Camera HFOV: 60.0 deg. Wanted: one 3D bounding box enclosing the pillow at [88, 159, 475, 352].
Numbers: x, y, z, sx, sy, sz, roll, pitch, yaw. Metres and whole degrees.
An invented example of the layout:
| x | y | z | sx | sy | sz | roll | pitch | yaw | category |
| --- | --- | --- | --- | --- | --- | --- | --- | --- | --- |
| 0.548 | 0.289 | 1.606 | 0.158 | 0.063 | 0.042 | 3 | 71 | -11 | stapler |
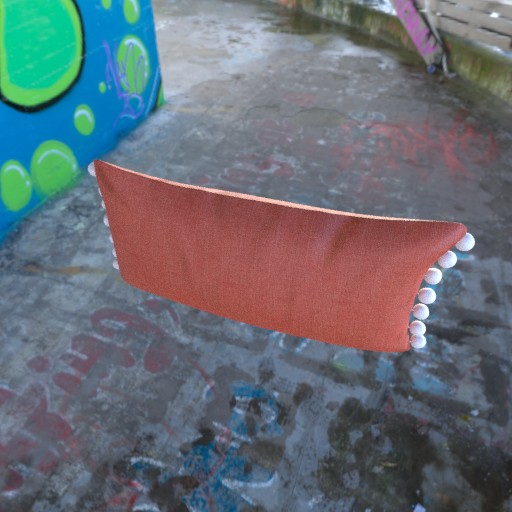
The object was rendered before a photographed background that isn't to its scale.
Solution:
| x | y | z | sx | sy | sz | roll | pitch | yaw | category |
| --- | --- | --- | --- | --- | --- | --- | --- | --- | --- |
| 0.000 | 0.000 | 0.846 | 0.709 | 0.322 | 0.201 | 13 | 44 | 14 | pillow |
